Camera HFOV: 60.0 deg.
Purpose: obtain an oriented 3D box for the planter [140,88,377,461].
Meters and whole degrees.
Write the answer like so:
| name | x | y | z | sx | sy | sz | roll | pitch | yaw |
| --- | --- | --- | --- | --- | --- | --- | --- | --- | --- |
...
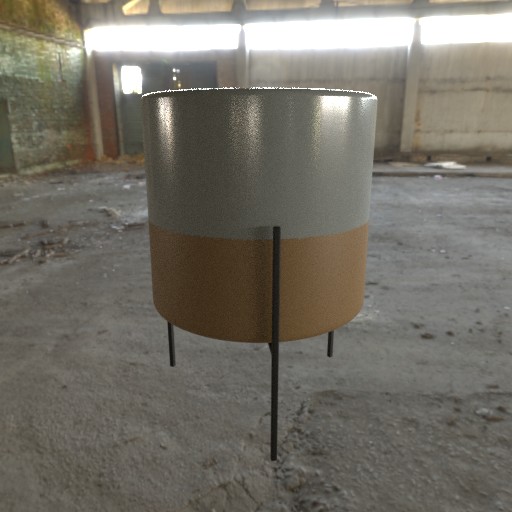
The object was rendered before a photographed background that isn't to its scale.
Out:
| name | x | y | z | sx | sy | sz | roll | pitch | yaw |
| --- | --- | --- | --- | --- | --- | --- | --- | --- | --- |
| planter | 0.000 | 0.000 | 0.636 | 0.310 | 0.432 | 0.310 | 2 | 17 | 8 |
